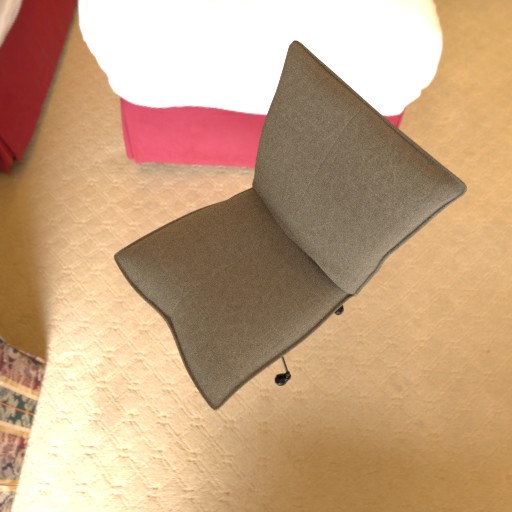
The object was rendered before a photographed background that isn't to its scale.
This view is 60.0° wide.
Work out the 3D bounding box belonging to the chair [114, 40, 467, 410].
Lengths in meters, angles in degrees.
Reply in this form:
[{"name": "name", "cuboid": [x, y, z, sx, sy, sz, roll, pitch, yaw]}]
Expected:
[{"name": "chair", "cuboid": [0.000, 0.000, 1.301, 0.696, 0.811, 0.597, -32, 67, -16]}]
